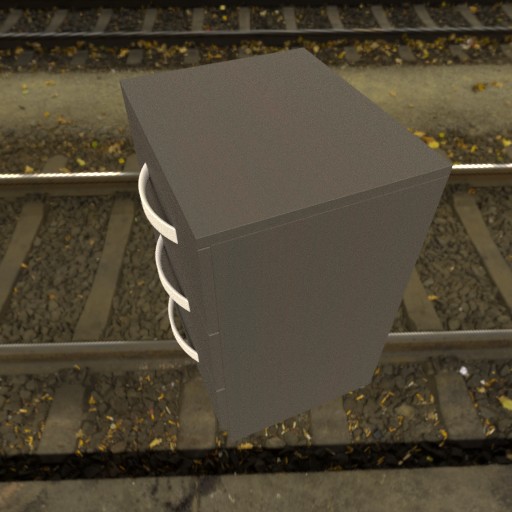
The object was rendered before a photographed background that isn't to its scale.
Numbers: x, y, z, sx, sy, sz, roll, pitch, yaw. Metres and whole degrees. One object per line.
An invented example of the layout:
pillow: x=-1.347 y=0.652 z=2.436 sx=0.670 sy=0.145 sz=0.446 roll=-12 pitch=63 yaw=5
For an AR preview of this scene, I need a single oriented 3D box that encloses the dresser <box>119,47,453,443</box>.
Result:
dresser: x=0.000 y=0.000 z=0.829 sx=0.360 sy=0.560 sz=0.400 roll=-17 pitch=49 yaw=-16
